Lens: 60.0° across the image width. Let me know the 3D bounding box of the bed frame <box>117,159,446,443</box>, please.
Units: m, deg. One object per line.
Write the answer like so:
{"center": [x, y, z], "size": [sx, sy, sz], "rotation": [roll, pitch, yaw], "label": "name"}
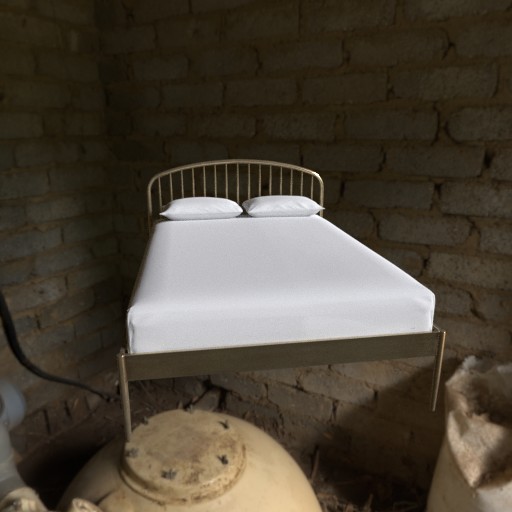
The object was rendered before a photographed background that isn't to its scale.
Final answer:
{"center": [0.000, 0.000, 3.095], "size": [1.612, 1.175, 2.152], "rotation": [-3, 17, -9], "label": "bed frame"}
